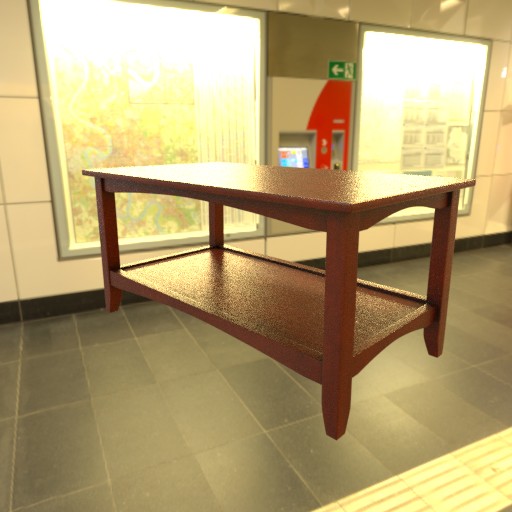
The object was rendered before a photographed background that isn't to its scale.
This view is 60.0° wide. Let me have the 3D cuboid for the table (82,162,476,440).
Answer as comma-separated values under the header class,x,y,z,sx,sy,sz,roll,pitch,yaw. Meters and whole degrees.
class,x,y,z,sx,sy,sz,roll,pitch,yaw
table,0.000,0.000,1.247,0.943,0.456,0.533,15,21,43
